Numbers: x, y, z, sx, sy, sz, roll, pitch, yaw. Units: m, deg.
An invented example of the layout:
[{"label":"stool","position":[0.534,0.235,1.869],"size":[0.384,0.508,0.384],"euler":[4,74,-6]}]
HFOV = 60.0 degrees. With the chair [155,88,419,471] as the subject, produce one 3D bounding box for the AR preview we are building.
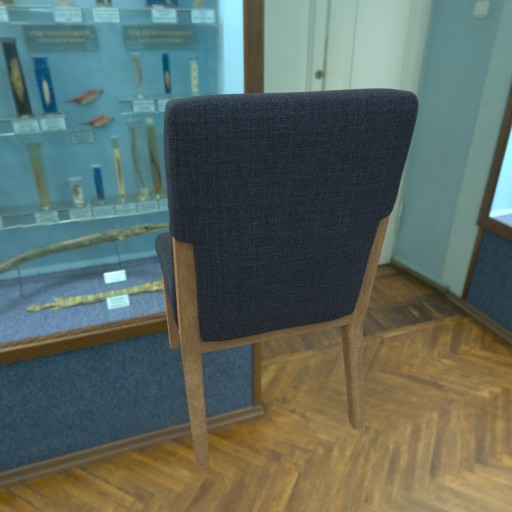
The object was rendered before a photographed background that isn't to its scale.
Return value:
[{"label":"chair","position":[0.000,0.000,1.217],"size":[0.507,0.911,0.586],"euler":[-8,28,-15]}]
